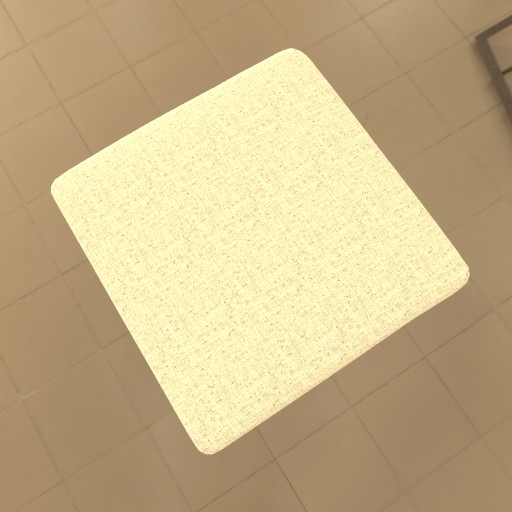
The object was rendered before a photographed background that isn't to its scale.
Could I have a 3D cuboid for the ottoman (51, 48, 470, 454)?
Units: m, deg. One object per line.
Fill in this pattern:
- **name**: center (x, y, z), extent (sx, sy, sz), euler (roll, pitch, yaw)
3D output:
- **ottoman**: center (0.000, 0.000, 0.902), extent (0.512, 0.453, 0.521), euler (-32, 79, -7)
